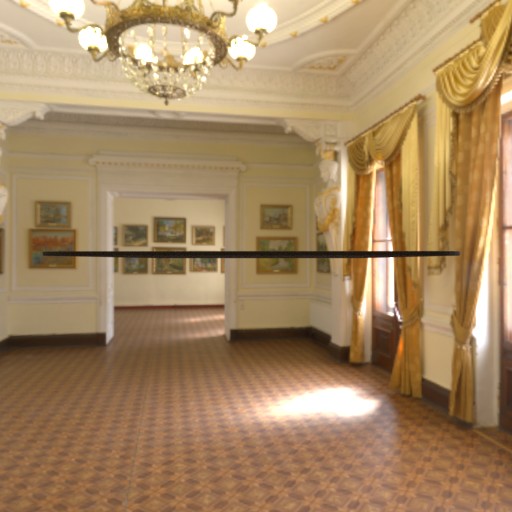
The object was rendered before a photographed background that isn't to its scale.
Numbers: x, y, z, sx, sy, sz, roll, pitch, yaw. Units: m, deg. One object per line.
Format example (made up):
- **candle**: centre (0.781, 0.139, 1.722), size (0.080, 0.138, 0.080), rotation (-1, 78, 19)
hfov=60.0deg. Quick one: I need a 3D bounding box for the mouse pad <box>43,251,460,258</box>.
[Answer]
- **mouse pad**: centre (0.000, 0.000, 0.333), size (0.211, 0.002, 0.249), rotation (0, -1, 2)
